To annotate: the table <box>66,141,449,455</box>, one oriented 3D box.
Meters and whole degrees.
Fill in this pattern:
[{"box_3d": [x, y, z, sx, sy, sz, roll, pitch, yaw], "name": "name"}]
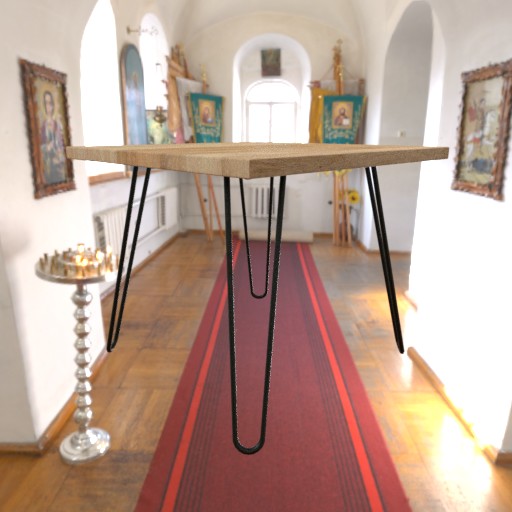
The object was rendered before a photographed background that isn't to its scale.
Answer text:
[{"box_3d": [0.000, 0.000, 1.044, 0.599, 0.500, 0.599, -15, 22, -42], "name": "table"}]
